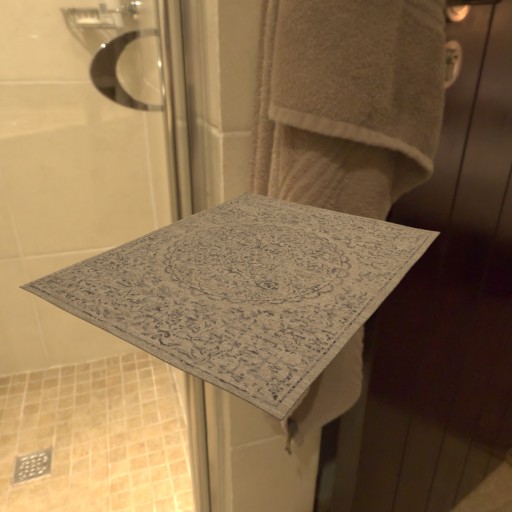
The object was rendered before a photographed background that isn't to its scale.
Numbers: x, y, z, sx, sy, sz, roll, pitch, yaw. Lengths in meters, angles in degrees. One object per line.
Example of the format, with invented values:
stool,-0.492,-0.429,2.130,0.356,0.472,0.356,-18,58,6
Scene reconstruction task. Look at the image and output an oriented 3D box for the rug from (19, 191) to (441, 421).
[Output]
rug,0.000,0.000,3.834,2.343,0.026,2.925,17,30,31
